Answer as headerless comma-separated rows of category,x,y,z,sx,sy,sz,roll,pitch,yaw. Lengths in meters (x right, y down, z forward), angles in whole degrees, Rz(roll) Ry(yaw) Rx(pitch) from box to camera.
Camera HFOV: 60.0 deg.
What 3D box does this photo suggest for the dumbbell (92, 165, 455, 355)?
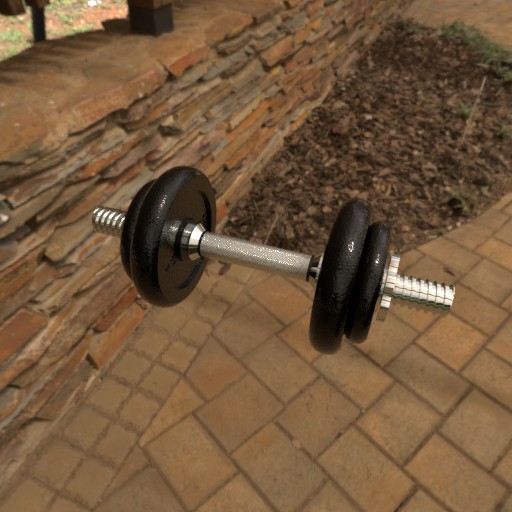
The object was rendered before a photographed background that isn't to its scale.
dumbbell,0.000,0.000,0.597,0.497,0.202,0.202,13,43,15
